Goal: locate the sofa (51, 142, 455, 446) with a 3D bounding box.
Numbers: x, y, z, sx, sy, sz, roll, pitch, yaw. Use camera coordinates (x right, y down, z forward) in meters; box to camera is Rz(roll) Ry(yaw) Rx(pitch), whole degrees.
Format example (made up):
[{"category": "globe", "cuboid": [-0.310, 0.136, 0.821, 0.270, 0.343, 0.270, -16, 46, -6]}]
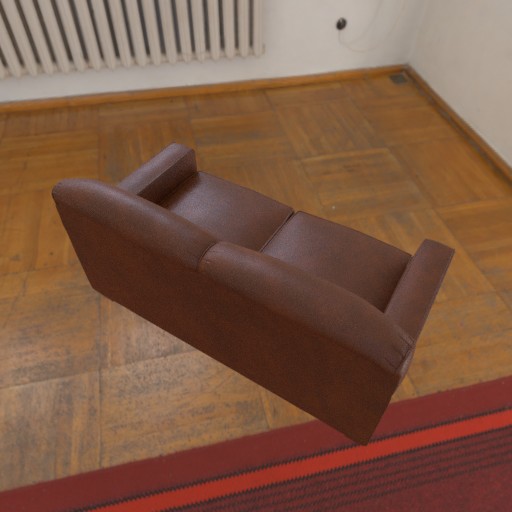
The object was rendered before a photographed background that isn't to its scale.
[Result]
[{"category": "sofa", "cuboid": [0.000, 0.000, 2.439, 1.856, 0.966, 1.000, 25, 52, 21]}]
